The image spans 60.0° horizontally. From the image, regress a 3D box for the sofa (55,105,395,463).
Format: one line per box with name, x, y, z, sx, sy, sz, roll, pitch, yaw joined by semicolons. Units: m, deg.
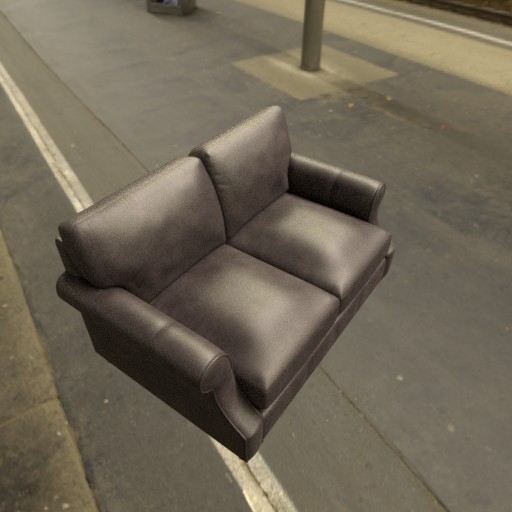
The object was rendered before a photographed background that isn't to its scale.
sofa;0.000;0.000;2.332;1.030;0.979;1.663;25;46;26
